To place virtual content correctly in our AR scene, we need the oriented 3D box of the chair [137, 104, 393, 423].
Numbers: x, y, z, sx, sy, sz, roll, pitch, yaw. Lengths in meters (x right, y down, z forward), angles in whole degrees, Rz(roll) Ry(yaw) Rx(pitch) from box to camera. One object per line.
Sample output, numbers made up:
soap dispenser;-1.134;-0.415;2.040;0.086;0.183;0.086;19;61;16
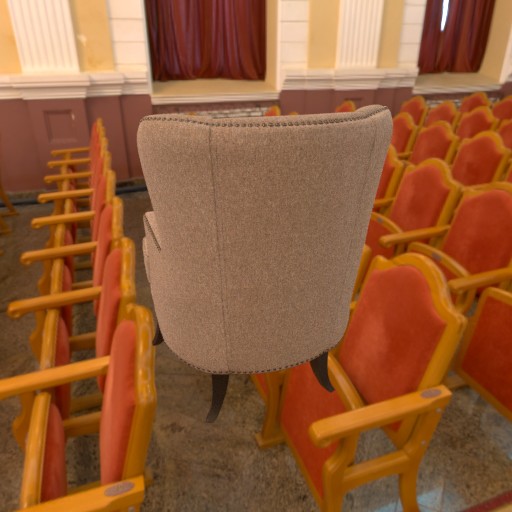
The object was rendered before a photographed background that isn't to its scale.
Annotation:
chair;0.000;0.000;1.598;0.759;1.060;0.758;-8;27;-17
